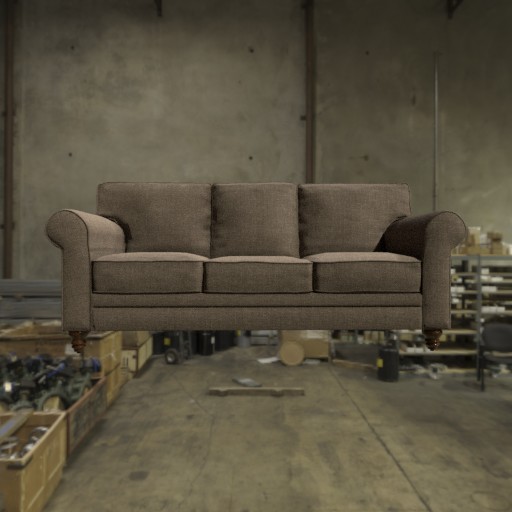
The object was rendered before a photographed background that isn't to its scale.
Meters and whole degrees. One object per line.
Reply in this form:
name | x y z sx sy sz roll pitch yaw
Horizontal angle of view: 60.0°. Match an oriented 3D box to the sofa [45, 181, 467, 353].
sofa | 0.000 0.000 2.589 2.084 0.961 0.916 0 0 -1
